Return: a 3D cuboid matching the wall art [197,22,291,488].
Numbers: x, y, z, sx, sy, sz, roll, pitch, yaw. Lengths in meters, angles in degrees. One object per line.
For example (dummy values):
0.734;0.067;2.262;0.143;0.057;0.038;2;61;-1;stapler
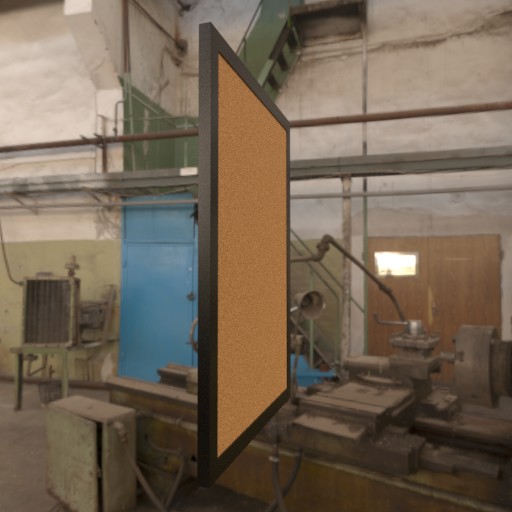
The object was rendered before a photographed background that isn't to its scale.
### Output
0.000;0.000;0.844;0.019;0.656;0.462;-1;-2;19;wall art
